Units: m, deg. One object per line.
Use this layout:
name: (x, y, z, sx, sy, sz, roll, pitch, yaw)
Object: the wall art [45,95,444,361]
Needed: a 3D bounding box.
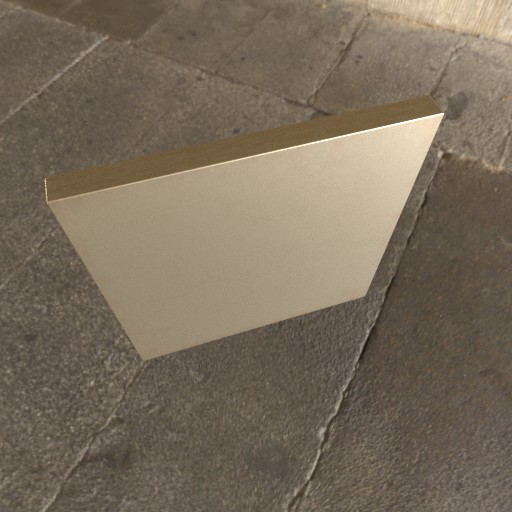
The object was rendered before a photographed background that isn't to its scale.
wall art: (0.000, 0.000, 0.758, 0.503, 0.506, 0.040, -15, 58, -10)
